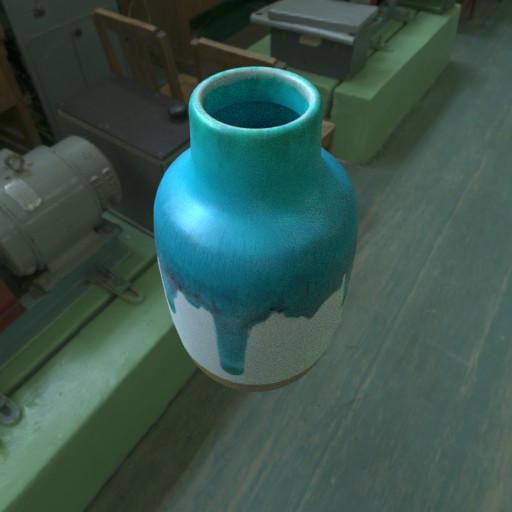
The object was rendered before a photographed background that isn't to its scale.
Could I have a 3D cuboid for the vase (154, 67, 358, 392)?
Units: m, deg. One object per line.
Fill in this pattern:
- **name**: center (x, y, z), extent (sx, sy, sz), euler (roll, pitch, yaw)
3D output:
- **vase**: center (0.000, 0.000, 0.247), extent (0.106, 0.192, 0.106), euler (0, 49, 0)
